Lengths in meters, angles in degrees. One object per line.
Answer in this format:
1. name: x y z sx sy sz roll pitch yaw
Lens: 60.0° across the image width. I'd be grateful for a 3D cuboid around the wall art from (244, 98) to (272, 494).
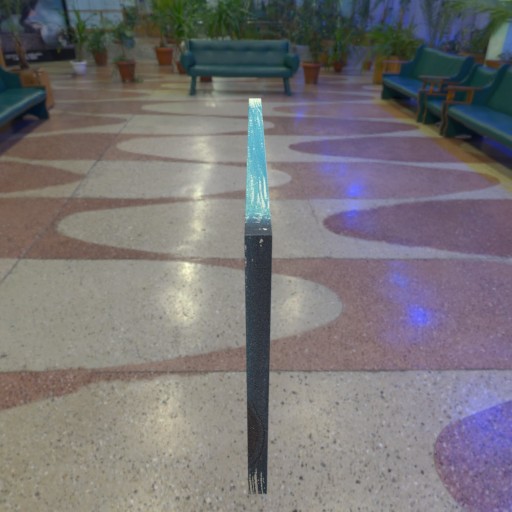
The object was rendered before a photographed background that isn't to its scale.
1. wall art: 0.000 0.000 1.157 0.039 0.610 0.914 0 31 0
